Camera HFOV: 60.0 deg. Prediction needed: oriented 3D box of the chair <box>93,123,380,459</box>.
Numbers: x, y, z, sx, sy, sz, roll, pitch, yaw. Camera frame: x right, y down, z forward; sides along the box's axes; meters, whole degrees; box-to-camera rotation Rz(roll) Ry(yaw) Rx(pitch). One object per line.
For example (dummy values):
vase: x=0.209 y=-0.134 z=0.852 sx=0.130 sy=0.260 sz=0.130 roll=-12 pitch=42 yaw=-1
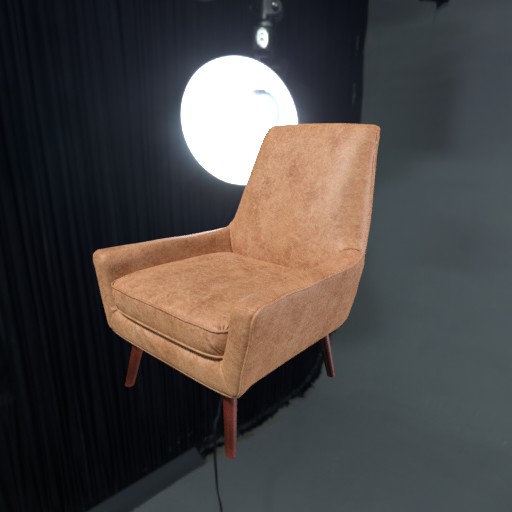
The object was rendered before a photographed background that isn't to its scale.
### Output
chair: x=0.000 y=0.000 z=1.526 sx=0.753 sy=0.883 sz=0.851 roll=14 pitch=21 yaw=41
